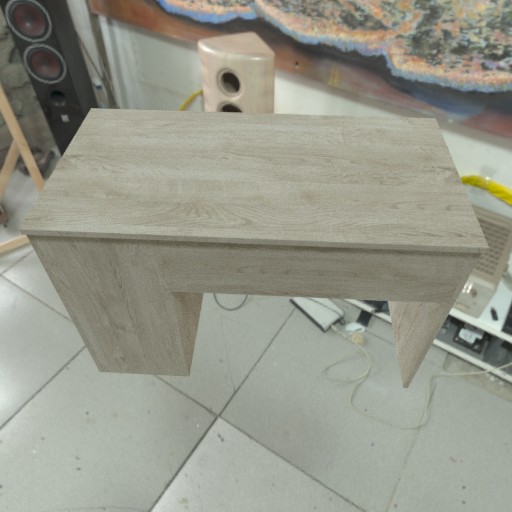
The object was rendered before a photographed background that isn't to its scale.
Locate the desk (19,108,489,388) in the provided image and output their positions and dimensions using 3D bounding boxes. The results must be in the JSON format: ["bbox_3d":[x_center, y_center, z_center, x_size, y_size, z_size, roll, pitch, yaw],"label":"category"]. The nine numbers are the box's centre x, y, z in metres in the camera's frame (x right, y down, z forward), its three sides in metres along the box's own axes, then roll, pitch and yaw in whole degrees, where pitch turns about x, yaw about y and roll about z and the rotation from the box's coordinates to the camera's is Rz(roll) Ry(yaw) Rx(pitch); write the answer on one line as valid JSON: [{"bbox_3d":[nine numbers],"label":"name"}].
[{"bbox_3d":[0.000,0.000,1.485,1.096,0.730,0.560,2,48,2],"label":"desk"}]
